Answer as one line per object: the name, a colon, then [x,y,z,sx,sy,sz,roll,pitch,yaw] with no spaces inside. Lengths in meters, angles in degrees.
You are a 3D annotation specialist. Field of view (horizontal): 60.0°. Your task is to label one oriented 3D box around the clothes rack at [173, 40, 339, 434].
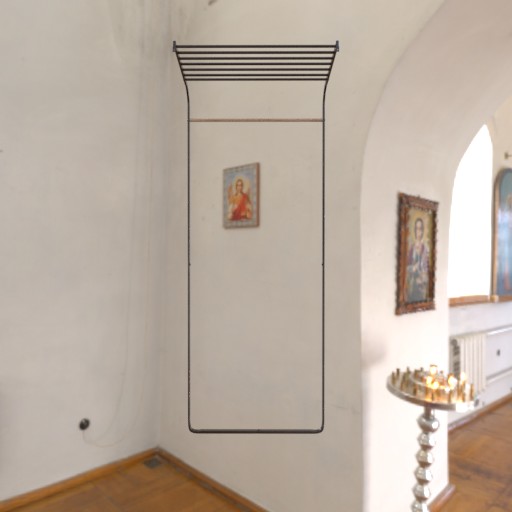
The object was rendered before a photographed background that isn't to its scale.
clothes rack: [0.000,0.000,1.798,0.609,1.574,0.349,0,1,0]
